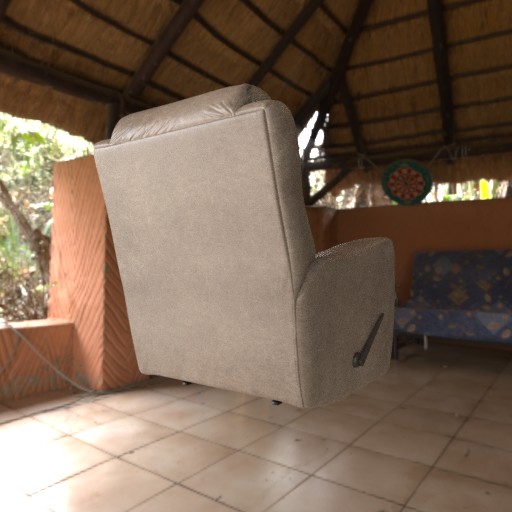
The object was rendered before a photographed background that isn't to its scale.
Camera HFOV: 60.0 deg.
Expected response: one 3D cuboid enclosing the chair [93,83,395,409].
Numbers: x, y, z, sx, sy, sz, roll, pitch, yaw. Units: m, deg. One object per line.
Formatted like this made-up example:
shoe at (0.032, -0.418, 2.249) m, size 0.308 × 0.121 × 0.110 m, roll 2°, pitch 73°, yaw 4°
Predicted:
chair at (0.000, 0.000, 1.941) m, size 0.967 × 1.116 × 1.068 m, roll -1°, pitch -1°, yaw 35°
